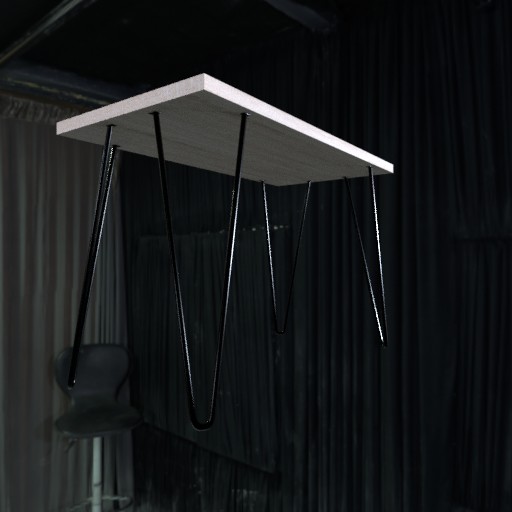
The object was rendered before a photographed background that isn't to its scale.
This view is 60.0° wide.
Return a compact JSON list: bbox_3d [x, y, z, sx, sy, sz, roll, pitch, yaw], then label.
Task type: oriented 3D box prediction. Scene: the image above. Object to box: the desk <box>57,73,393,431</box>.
[{"bbox_3d":[0.000,0.000,1.350,0.499,0.660,0.991,0,0,37],"label":"desk"}]
